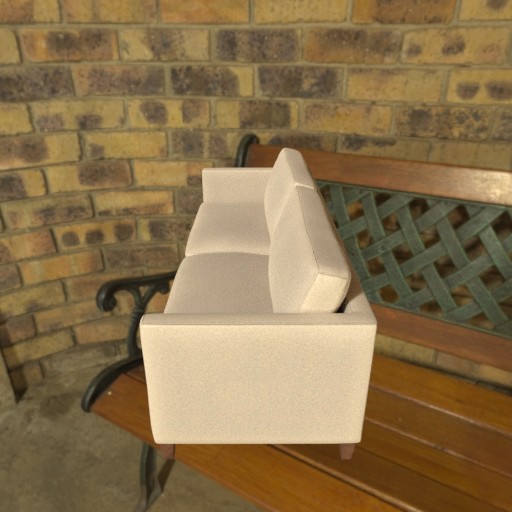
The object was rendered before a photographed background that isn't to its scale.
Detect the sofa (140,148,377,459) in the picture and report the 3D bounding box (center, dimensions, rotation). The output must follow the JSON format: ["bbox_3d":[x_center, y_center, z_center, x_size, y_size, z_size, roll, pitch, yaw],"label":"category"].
[{"bbox_3d":[0.000,0.000,2.847,0.951,0.968,2.361,0,26,0],"label":"sofa"}]
